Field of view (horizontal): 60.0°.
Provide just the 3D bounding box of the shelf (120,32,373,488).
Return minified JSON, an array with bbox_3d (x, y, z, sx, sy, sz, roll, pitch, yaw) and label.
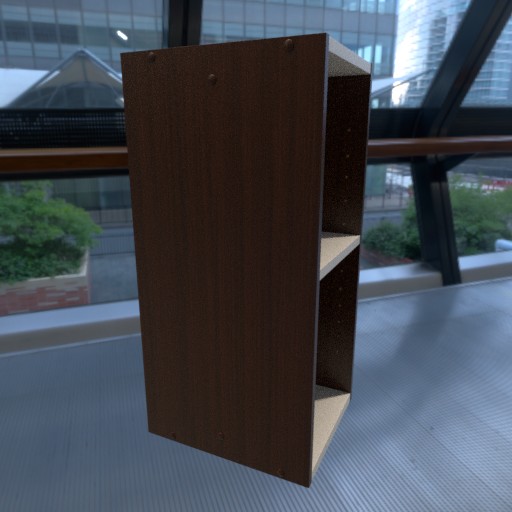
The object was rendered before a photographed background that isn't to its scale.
[{"bbox_3d":[0.000,0.000,0.730,0.290,0.600,0.253,7,17,25],"label":"shelf"}]
